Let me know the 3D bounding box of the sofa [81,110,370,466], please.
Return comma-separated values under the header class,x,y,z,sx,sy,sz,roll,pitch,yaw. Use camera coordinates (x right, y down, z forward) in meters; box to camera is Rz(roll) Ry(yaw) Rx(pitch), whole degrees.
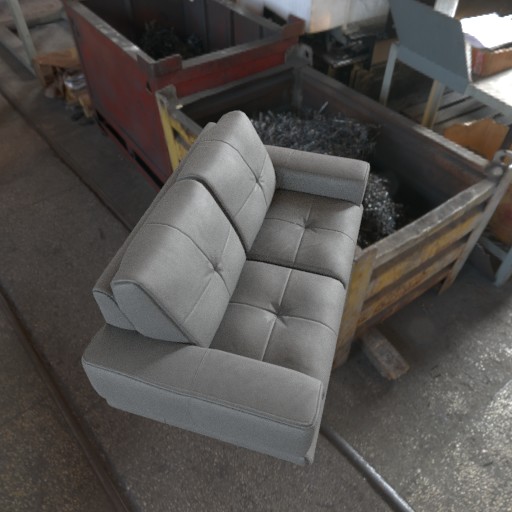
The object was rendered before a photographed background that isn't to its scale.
class,x,y,z,sx,sy,sz,roll,pitch,yaw
sofa,0.000,0.000,2.364,1.018,0.907,1.806,12,48,11
